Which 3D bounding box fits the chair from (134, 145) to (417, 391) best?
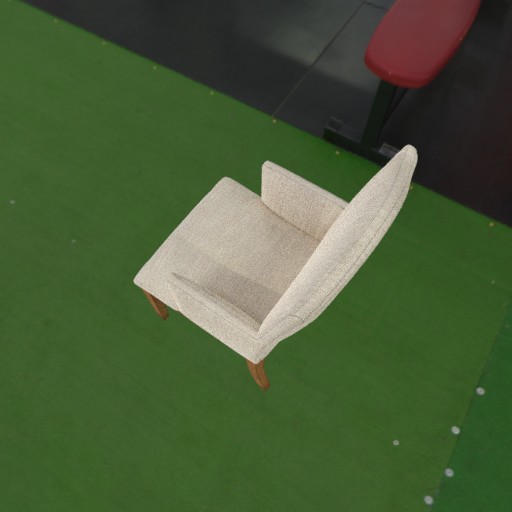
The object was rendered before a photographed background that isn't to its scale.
[{"bbox_3d":[0.000,0.000,1.383,0.641,1.016,0.533,31,67,15],"label":"chair"}]
